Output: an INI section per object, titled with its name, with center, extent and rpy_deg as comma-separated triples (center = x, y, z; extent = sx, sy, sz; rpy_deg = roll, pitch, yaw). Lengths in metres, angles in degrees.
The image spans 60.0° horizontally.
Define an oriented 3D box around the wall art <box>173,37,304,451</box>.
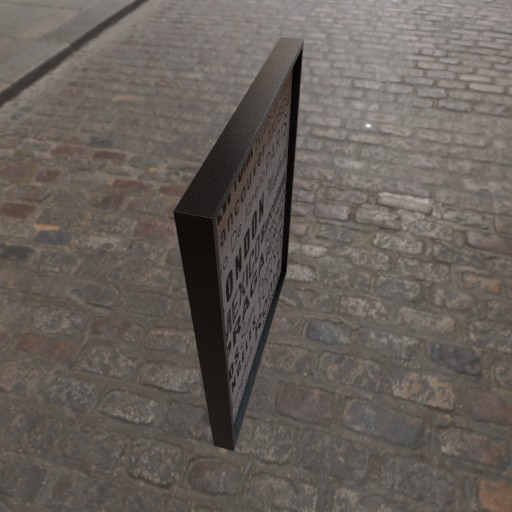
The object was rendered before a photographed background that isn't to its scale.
[wall art]
center = 0.000, 0.000, 0.752
extent = 0.038, 0.551, 0.448
rpy_deg = 11, 47, 10
